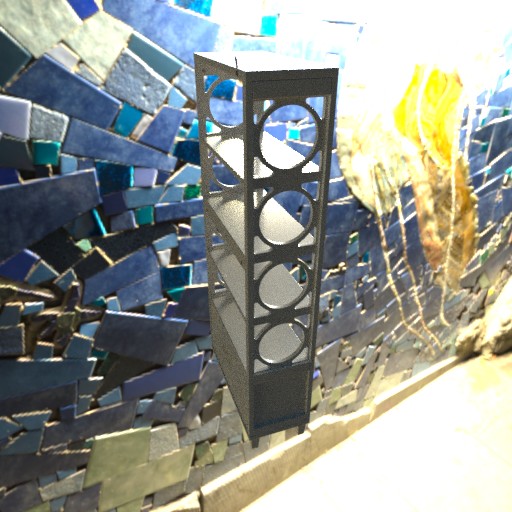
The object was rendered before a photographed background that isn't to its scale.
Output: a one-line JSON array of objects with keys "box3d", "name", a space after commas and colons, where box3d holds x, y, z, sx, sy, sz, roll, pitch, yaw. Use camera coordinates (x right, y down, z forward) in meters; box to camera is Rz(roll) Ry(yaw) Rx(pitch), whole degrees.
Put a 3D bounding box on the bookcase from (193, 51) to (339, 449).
[{"box3d": [0.000, 0.000, 2.193, 0.361, 1.869, 0.761, -10, 30, -17], "name": "bookcase"}]
